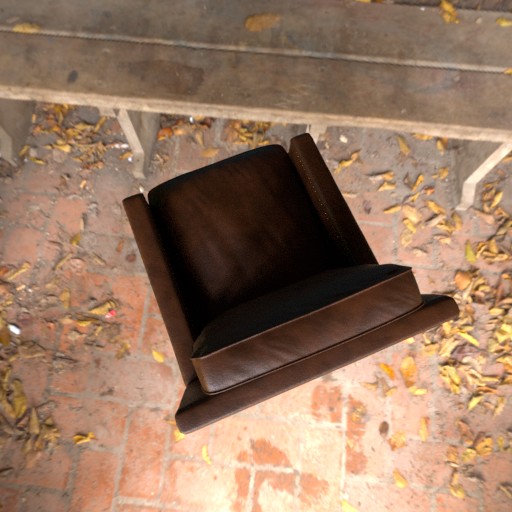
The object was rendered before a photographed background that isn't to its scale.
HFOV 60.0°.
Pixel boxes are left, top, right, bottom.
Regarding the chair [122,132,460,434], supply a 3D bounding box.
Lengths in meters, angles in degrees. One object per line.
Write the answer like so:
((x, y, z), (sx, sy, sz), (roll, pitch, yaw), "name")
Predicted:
((0.000, 0.000, 1.779), (0.854, 1.054, 1.035), (-21, 74, -7), "chair")
